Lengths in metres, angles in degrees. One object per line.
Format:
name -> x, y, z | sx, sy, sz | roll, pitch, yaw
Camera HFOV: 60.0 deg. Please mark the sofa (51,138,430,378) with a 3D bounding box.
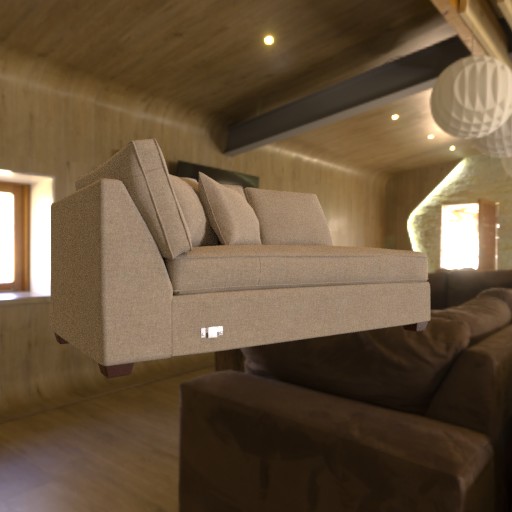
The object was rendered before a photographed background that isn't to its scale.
sofa -> 0.000, 0.000, 2.830 | 2.238, 1.019, 1.110 | 0, 0, -35
